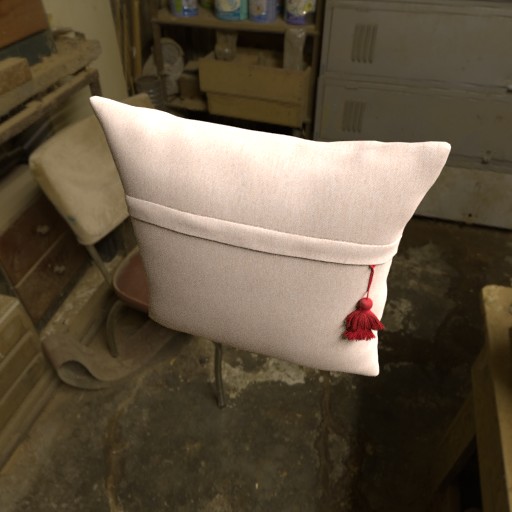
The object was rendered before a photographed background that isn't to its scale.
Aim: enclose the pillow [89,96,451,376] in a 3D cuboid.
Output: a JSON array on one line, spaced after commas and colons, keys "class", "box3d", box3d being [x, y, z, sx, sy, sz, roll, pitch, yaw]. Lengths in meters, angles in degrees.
[{"class": "pillow", "box3d": [0.000, 0.000, 0.658, 0.433, 0.436, 0.173, 12, 42, 13]}]
